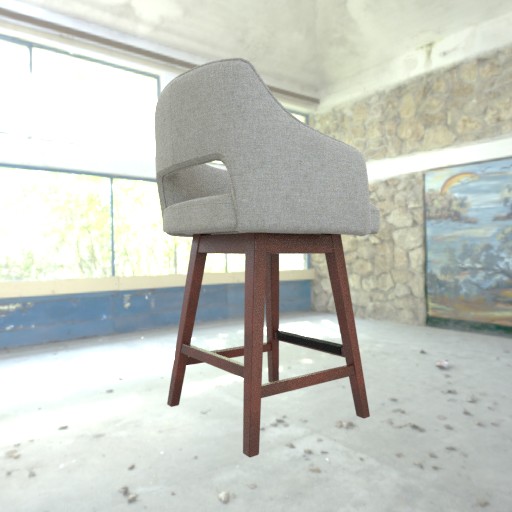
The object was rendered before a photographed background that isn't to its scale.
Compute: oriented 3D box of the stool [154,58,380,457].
[{"bbox_3d":[0.000,0.000,1.328,0.558,0.944,0.599,-1,1,-36],"label":"stool"}]
